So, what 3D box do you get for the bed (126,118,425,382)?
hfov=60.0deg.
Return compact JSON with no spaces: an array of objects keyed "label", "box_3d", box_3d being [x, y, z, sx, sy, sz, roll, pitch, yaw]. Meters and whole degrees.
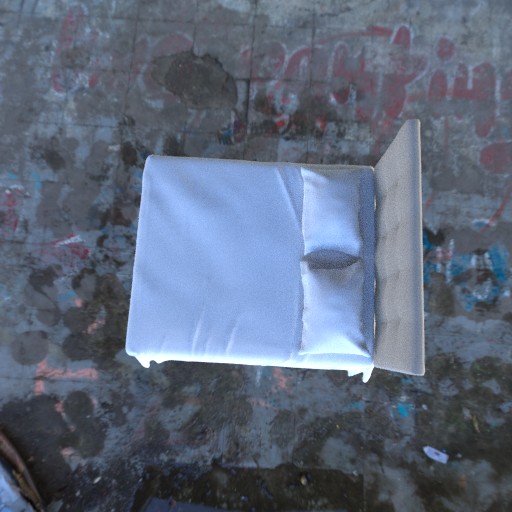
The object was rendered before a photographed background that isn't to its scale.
[{"label":"bed","box_3d":[0.000,0.000,3.494,2.222,1.577,1.936,3,79,1]}]
